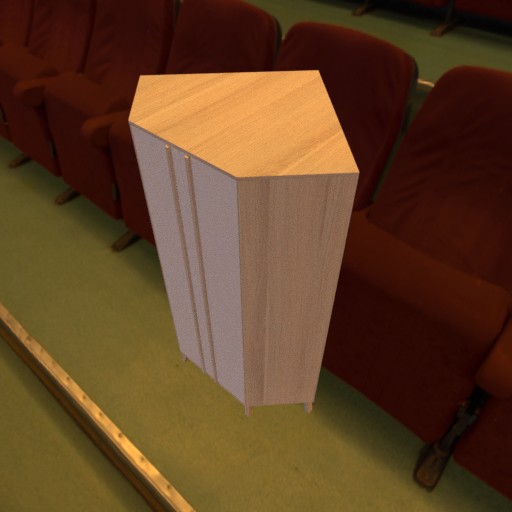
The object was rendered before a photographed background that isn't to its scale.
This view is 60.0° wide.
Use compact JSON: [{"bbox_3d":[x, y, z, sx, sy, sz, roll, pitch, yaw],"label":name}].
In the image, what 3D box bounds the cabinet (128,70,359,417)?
[{"bbox_3d":[0.000,0.000,2.702,1.272,1.957,0.969,32,53,27],"label":"cabinet"}]
